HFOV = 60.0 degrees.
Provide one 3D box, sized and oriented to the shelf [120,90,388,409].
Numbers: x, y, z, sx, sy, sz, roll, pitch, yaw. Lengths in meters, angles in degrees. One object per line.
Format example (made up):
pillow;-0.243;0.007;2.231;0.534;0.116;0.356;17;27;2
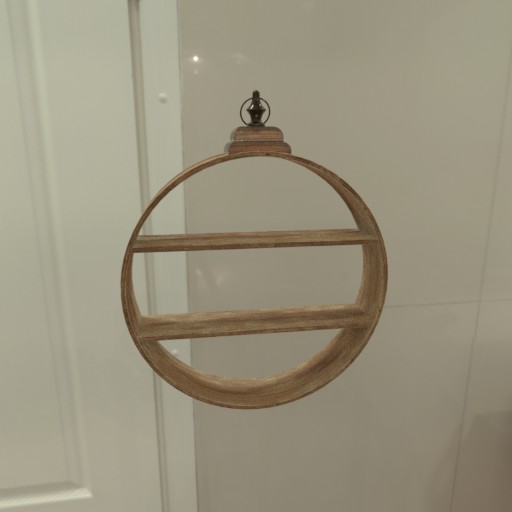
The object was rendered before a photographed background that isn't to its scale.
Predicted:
shelf;0.000;0.000;1.030;0.601;0.725;0.125;-2;15;-9
